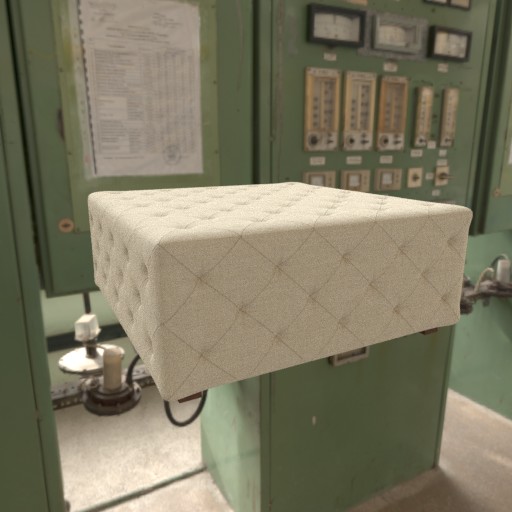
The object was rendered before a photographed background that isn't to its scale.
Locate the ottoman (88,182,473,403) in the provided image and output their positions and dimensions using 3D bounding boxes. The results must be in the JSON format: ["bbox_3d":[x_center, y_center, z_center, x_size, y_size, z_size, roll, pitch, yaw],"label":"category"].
[{"bbox_3d":[0.000,0.000,1.648,1.028,0.439,1.028,-8,16,-27],"label":"ottoman"}]
